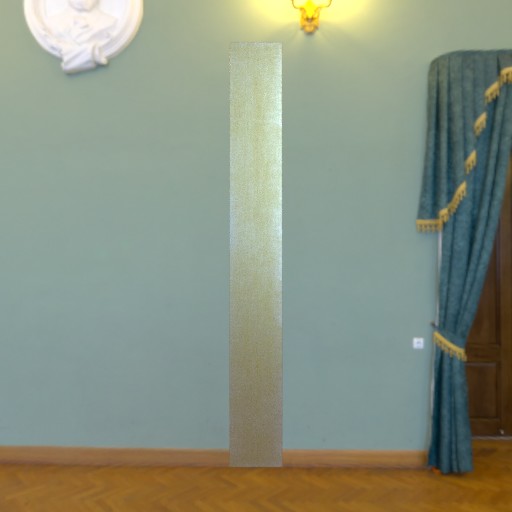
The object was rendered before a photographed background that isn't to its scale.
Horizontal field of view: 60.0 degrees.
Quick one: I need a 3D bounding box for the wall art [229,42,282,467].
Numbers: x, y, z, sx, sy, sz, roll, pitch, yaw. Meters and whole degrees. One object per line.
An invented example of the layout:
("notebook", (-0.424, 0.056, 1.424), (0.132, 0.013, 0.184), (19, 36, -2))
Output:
("wall art", (0.000, 0.000, 0.471), (0.038, 0.305, 0.306), (0, -1, 0))
